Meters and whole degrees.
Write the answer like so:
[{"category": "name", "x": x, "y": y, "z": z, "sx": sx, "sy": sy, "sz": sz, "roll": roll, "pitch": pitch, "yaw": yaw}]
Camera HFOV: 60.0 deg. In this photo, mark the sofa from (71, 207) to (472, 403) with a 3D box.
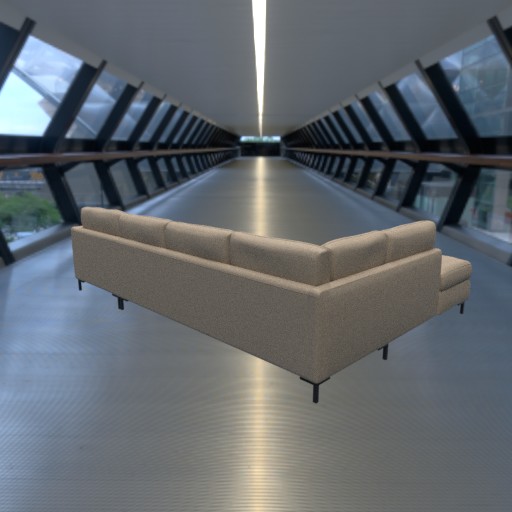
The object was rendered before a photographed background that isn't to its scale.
[{"category": "sofa", "x": 0.000, "y": 0.000, "z": 3.598, "sx": 1.879, "sy": 0.756, "sz": 2.737, "roll": -12, "pitch": 18, "yaw": -44}]
